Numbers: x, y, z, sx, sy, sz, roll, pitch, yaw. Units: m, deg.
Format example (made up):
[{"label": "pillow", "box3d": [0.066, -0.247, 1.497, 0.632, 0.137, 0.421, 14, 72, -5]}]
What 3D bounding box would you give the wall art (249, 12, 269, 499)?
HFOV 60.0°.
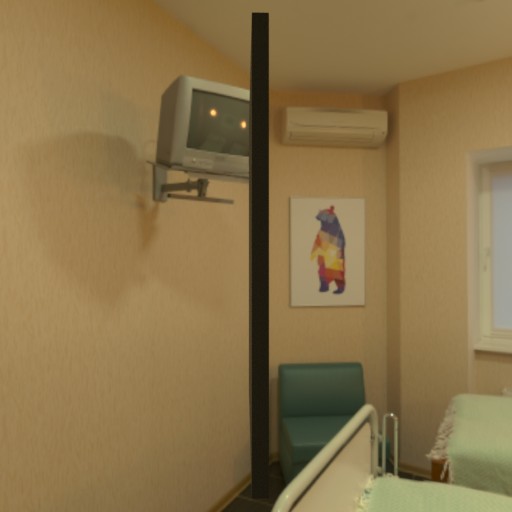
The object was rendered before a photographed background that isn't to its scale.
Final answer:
[{"label": "wall art", "box3d": [0.000, 0.000, 1.371, 0.038, 1.062, 0.806, 0, -1, -1]}]
